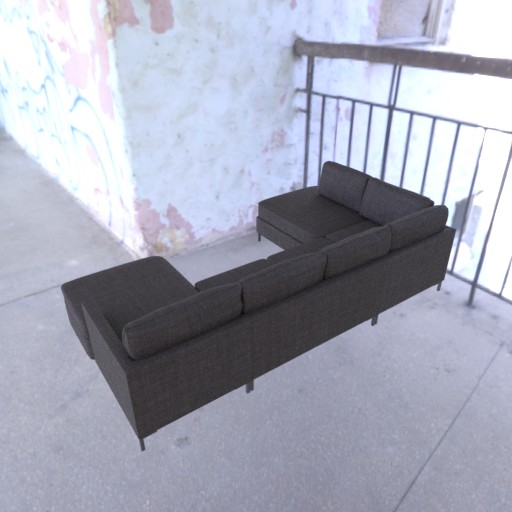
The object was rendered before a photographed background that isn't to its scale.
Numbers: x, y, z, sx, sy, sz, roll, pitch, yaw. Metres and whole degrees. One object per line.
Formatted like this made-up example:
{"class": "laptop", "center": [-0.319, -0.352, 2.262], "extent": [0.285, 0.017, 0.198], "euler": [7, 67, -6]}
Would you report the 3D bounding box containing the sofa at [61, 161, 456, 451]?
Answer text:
{"class": "sofa", "center": [0.000, 0.000, 4.310], "extent": [3.423, 0.999, 2.048], "euler": [-19, 35, -30]}
